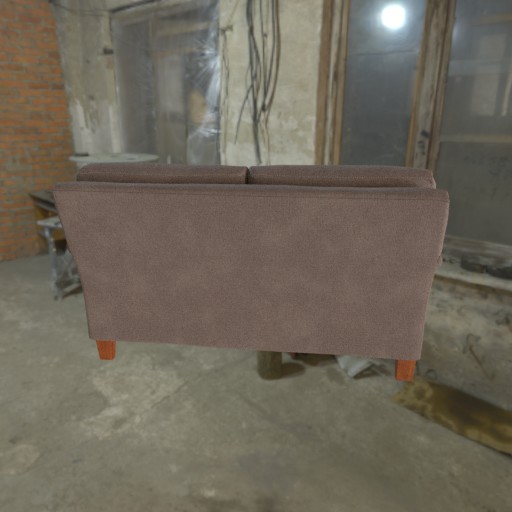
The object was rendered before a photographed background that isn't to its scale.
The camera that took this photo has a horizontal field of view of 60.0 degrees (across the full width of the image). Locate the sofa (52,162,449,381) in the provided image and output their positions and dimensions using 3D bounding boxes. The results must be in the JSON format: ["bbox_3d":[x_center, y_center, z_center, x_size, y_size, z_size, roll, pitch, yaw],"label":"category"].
[{"bbox_3d":[0.000,0.000,2.570,1.853,1.101,1.084,2,17,7],"label":"sofa"}]
